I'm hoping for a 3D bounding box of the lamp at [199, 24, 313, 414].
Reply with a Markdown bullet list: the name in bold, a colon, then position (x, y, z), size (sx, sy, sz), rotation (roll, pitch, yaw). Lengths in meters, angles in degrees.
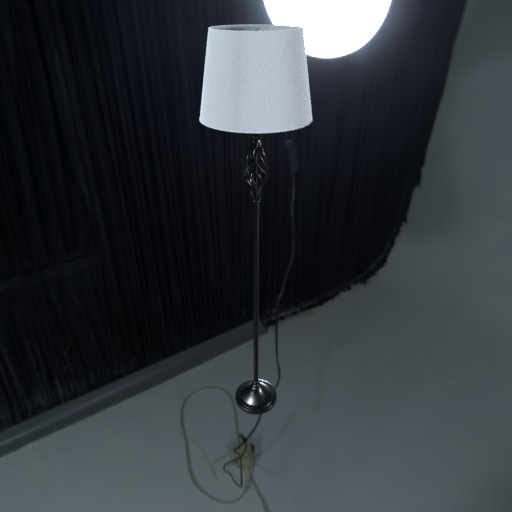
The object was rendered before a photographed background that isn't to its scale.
- **lamp**: position (0.000, 0.000, 1.768), size (0.379, 1.623, 0.379), rotation (0, 31, 0)
